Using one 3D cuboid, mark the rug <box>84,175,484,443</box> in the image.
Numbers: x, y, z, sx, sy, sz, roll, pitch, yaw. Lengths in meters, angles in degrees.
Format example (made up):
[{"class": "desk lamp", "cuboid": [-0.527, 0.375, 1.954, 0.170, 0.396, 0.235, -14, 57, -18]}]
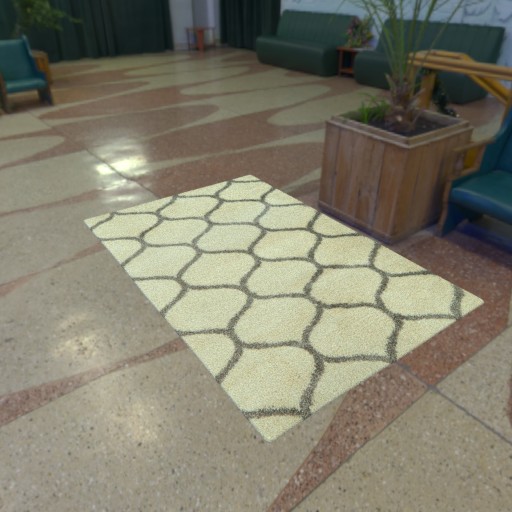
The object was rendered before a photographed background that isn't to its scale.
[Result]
[{"class": "rug", "cuboid": [0.000, 0.000, 3.412, 1.801, 0.026, 2.701, -21, 38, -29]}]
